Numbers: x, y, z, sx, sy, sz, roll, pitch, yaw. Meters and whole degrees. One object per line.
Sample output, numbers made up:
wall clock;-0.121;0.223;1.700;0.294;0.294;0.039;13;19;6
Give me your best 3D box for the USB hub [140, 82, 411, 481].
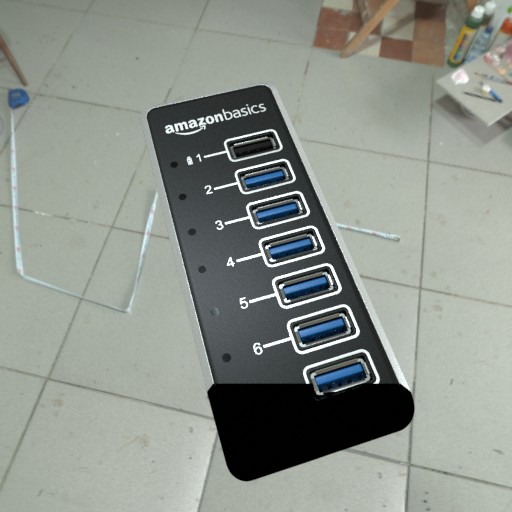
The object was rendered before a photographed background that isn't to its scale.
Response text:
USB hub;0.000;0.000;0.127;0.044;0.023;0.110;-15;64;-7
